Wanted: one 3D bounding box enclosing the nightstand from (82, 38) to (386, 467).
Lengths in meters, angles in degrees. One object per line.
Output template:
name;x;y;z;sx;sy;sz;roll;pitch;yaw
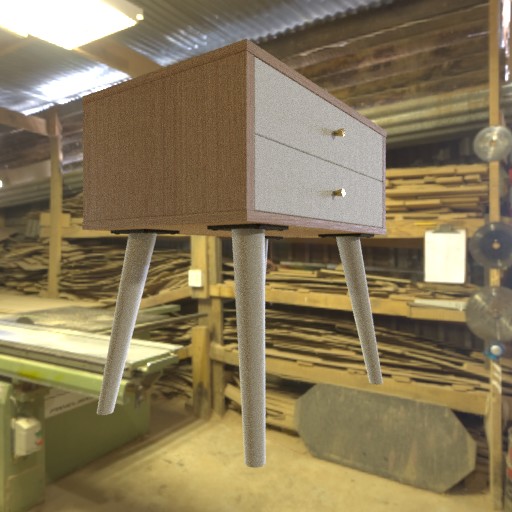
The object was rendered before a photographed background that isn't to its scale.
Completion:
nightstand;0.000;0.000;0.960;0.407;0.610;0.571;0;0;35
